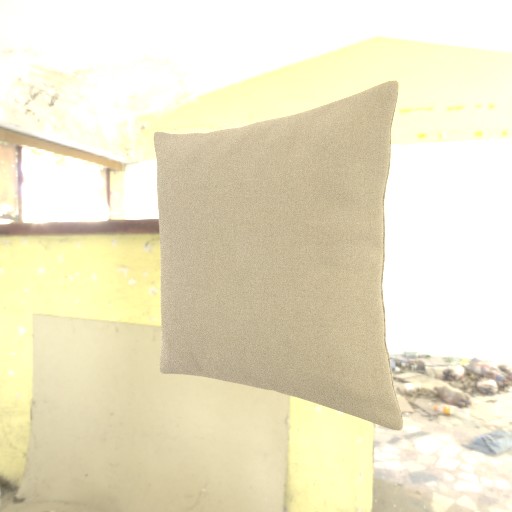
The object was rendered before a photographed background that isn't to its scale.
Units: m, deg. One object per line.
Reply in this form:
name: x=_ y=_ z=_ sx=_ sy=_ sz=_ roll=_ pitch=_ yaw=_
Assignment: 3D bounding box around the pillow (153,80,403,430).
pillow: x=0.000 y=0.000 z=0.788 sx=0.523 sy=0.510 sz=0.166 roll=1 pitch=2 yaw=37
